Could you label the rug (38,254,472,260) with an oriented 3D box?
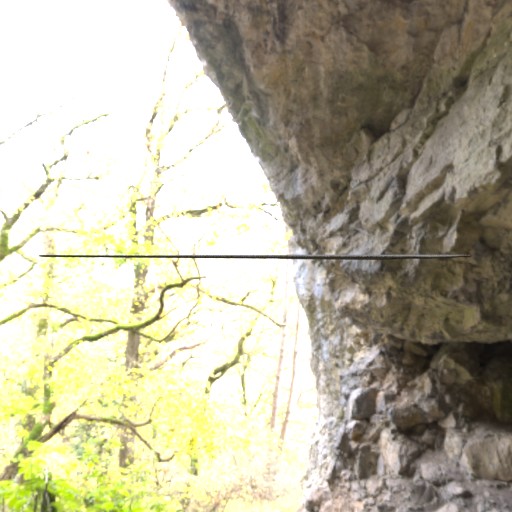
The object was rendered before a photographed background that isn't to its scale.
[{"bbox_3d":[0.000,0.000,2.835,2.270,0.017,1.606,0,0,35],"label":"rug"}]
